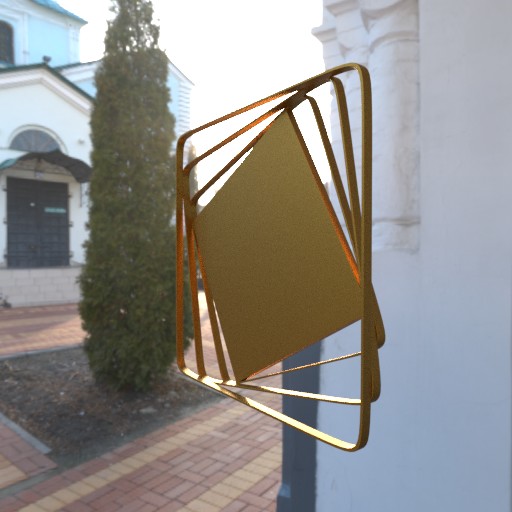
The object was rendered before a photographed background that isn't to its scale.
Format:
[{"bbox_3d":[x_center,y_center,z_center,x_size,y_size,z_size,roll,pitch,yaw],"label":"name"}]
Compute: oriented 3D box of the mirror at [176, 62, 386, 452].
[{"bbox_3d":[0.000,0.000,0.702,0.045,0.468,0.470,-1,1,-37],"label":"mirror"}]
